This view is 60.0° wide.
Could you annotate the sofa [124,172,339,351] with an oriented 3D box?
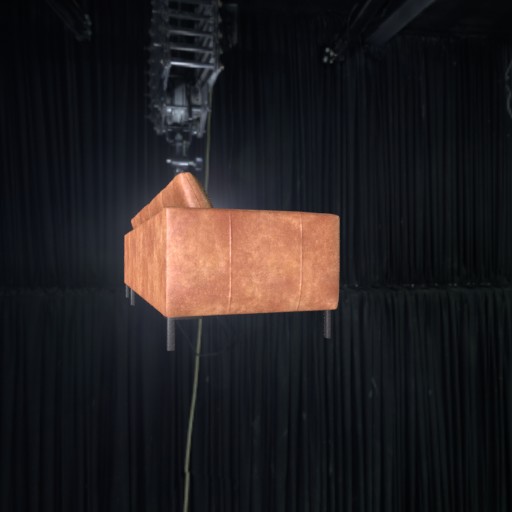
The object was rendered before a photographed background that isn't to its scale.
[{"bbox_3d":[0.000,0.000,3.690,1.938,0.877,2.984,0,0,-20],"label":"sofa"}]
